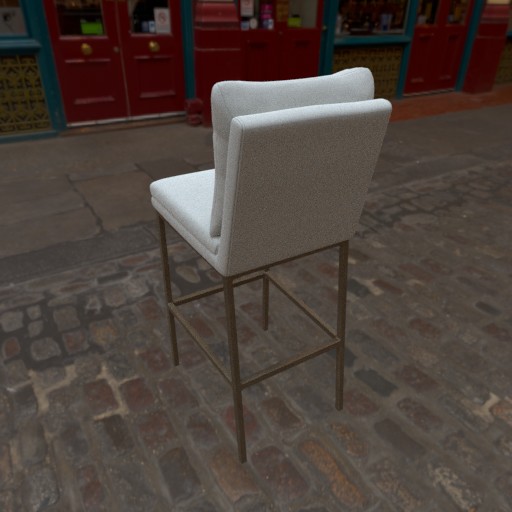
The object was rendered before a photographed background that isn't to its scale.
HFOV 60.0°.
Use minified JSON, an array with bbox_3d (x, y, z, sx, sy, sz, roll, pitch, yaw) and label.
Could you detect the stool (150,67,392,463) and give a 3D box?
[{"bbox_3d":[0.000,0.000,1.414,0.463,1.125,0.572,-17,34,-27],"label":"stool"}]
